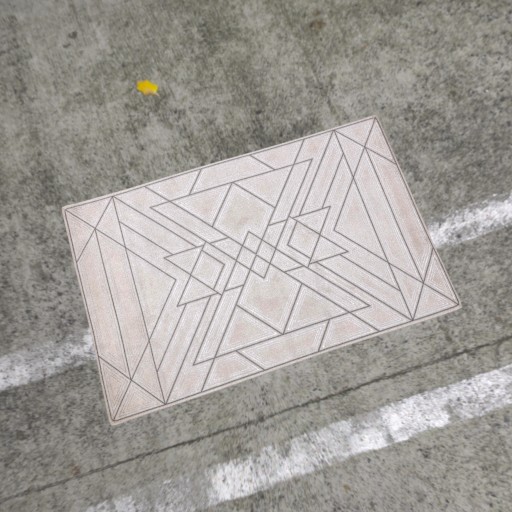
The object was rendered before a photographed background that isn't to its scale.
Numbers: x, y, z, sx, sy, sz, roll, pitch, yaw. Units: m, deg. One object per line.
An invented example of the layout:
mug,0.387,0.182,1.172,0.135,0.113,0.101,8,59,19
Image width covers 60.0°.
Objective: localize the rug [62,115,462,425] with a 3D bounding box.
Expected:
rug,0.000,0.000,3.117,2.459,0.023,1.575,-17,76,-5
